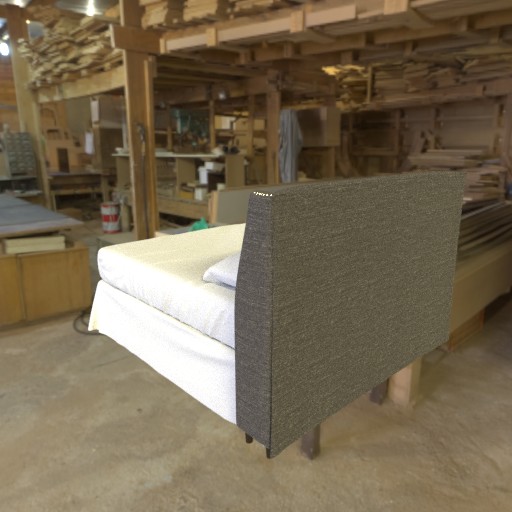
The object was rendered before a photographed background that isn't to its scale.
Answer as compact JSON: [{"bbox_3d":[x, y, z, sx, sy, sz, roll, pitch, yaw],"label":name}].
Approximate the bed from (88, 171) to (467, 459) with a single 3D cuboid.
[{"bbox_3d":[0.000,0.000,3.394,1.925,1.332,2.276,-13,20,-41],"label":"bed"}]
